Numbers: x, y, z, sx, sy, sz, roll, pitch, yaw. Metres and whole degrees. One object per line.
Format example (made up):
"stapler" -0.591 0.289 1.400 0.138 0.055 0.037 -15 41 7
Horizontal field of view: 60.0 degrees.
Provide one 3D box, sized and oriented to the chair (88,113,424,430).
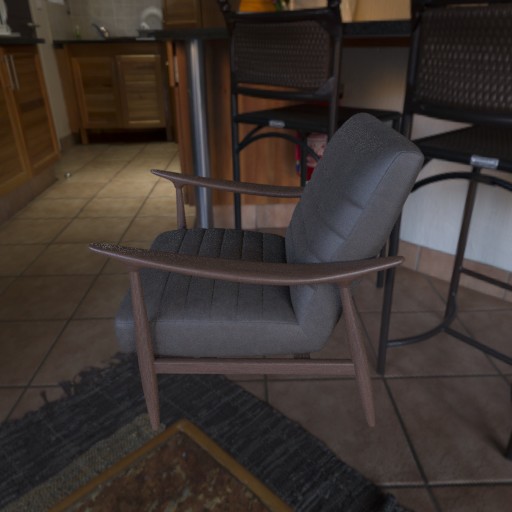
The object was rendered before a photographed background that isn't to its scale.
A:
"chair" 0.000 0.000 1.435 0.798 0.831 0.741 0 27 1
